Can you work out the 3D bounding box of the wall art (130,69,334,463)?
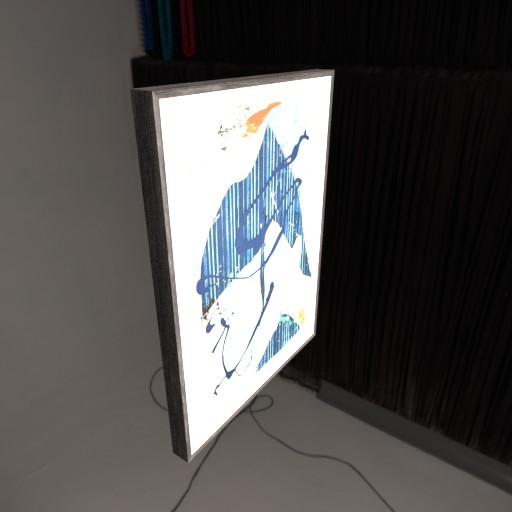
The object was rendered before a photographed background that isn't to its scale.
[{"bbox_3d":[0.000,0.000,1.355,0.063,1.016,0.762,17,31,31],"label":"wall art"}]
